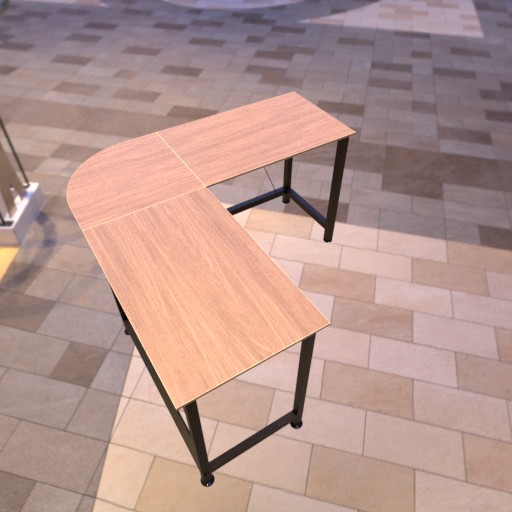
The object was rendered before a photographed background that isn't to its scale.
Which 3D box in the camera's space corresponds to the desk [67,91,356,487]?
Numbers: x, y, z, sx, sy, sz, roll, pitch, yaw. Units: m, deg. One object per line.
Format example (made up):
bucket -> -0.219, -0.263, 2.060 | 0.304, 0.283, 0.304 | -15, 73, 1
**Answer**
desk -> 0.000, 0.000, 2.165 | 1.400, 0.762, 1.400 | -24, 50, -22
